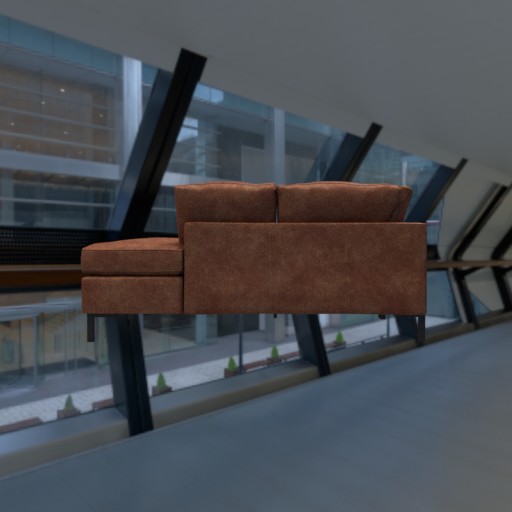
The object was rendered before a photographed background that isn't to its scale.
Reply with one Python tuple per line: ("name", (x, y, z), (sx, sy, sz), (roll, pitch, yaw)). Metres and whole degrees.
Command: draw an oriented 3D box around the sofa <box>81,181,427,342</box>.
("sofa", (0.000, 0.000, 3.897), (1.939, 0.900, 2.956), (0, 1, 0))
